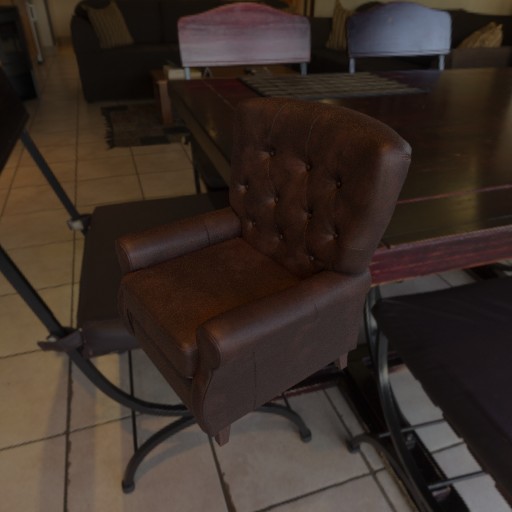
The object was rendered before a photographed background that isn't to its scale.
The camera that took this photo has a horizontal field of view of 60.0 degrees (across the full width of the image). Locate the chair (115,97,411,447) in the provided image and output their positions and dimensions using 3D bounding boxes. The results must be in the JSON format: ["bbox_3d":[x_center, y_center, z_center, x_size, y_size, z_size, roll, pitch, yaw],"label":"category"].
[{"bbox_3d":[0.000,0.000,1.928,1.058,1.158,0.948,-22,38,-31],"label":"chair"}]
